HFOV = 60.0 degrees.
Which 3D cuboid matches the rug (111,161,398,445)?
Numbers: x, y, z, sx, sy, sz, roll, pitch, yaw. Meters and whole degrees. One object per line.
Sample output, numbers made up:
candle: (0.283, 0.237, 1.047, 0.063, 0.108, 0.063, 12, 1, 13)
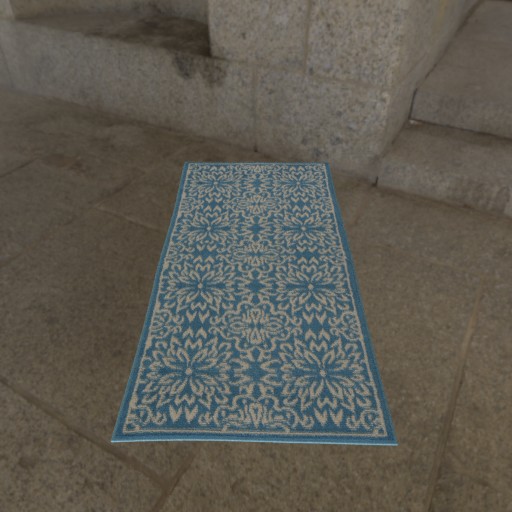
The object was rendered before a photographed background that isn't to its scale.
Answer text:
rug: (0.000, 0.000, 1.393, 0.604, 0.007, 1.219, 0, 40, 0)
